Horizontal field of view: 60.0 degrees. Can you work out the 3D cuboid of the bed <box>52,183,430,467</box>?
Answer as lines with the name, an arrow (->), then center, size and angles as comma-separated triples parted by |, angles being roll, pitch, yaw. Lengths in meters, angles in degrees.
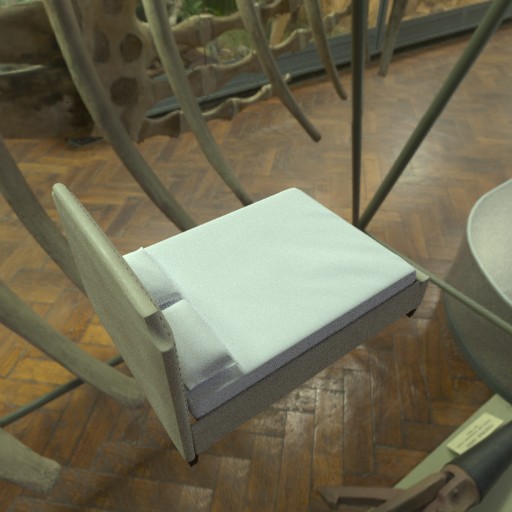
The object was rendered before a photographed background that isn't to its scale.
bed -> 0.000, 0.000, 3.483 | 2.372, 1.443, 1.712 | -26, 47, -26
